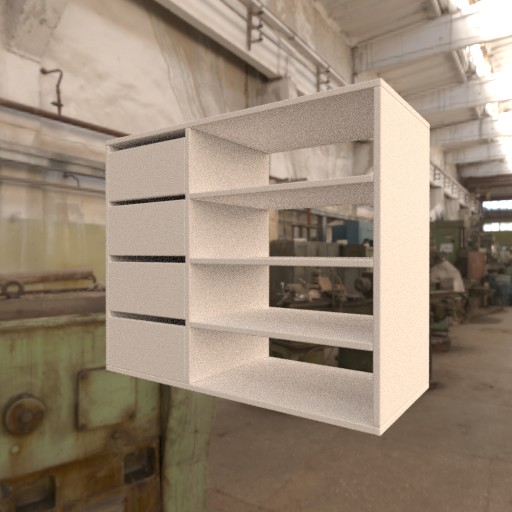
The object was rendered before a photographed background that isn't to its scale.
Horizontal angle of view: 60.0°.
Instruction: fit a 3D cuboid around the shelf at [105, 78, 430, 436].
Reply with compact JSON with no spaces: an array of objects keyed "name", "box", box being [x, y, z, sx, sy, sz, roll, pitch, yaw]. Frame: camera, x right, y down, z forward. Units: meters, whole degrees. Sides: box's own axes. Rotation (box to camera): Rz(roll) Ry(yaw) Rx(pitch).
[{"name":"shelf","box":[0.000,0.000,1.321,0.895,0.732,0.396,0,1,35]}]
